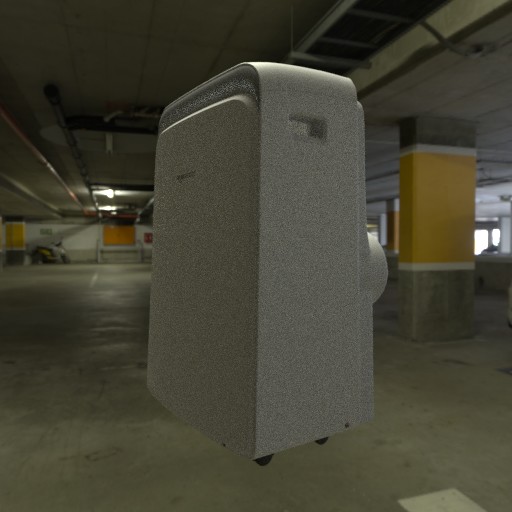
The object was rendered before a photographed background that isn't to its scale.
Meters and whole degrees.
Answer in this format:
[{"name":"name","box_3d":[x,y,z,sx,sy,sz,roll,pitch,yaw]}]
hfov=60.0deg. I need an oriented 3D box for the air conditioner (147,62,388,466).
[{"name":"air conditioner","box_3d":[0.000,0.000,0.951,0.365,0.700,0.454,-1,2,-36]}]
